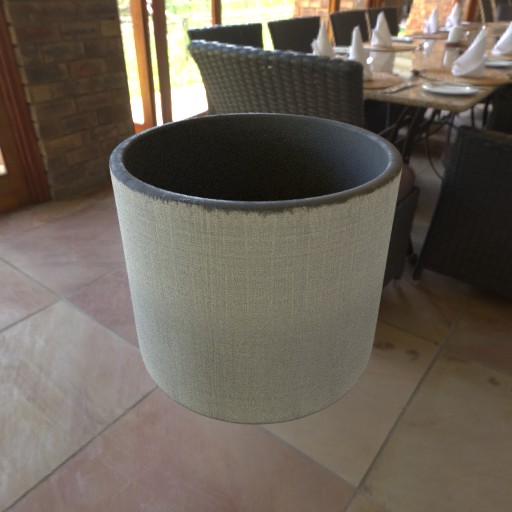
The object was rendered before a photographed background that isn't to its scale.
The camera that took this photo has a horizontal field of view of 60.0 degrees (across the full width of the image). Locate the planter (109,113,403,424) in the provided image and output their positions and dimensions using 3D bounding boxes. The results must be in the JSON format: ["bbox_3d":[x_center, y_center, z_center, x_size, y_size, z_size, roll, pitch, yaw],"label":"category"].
[{"bbox_3d":[0.000,0.000,0.399,0.226,0.201,0.226,0,31,0],"label":"planter"}]
